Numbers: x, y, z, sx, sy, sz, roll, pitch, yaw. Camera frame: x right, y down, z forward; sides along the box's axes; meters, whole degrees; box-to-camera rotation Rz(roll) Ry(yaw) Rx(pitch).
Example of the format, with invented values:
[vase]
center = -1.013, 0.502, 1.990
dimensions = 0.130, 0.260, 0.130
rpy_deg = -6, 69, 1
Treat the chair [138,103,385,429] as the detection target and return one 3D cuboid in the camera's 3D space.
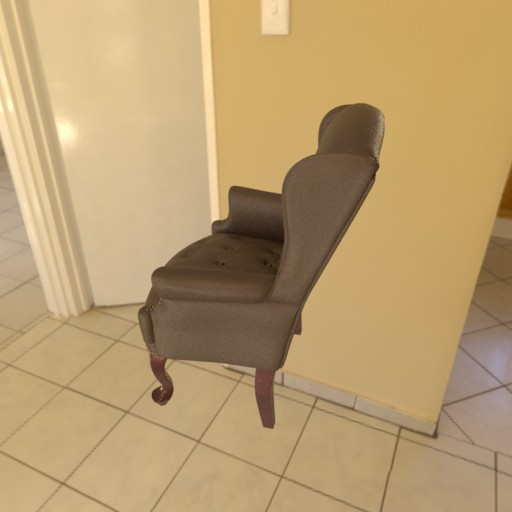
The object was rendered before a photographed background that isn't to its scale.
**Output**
[chair]
center = 0.000, 0.000, 1.699
dimensions = 0.819, 1.132, 0.829
rpy_deg = 8, 30, 13
